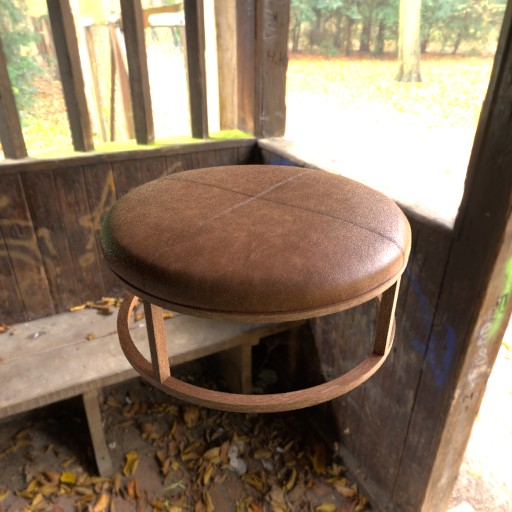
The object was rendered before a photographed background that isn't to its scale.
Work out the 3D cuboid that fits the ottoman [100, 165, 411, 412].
[{"bbox_3d":[0.000,0.000,1.554,1.006,0.445,1.006,0,28,0],"label":"ottoman"}]
